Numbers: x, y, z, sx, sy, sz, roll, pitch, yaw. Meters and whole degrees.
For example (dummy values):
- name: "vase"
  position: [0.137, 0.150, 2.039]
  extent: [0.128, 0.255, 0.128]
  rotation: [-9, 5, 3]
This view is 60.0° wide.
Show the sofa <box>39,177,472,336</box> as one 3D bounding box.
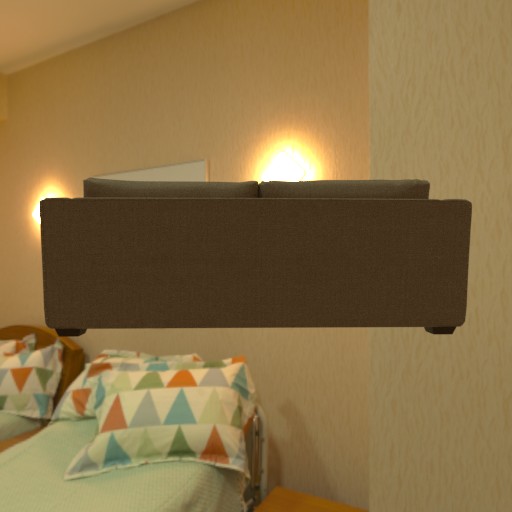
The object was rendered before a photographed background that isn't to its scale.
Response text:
- name: "sofa"
  position: [0.000, 0.000, 2.742]
  extent: [2.208, 0.857, 1.000]
  rotation: [0, 0, -2]
